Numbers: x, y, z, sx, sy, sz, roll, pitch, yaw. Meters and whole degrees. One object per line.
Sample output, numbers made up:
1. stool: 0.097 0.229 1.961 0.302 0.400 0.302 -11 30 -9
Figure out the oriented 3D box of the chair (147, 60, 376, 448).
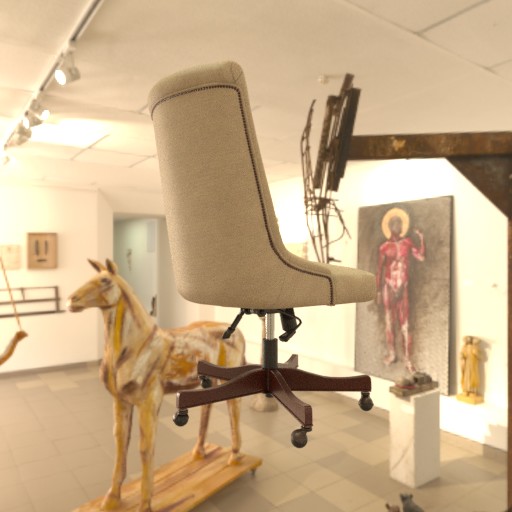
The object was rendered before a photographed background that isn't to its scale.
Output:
1. chair: 0.000 0.000 1.450 0.696 1.010 0.645 0 0 -36
